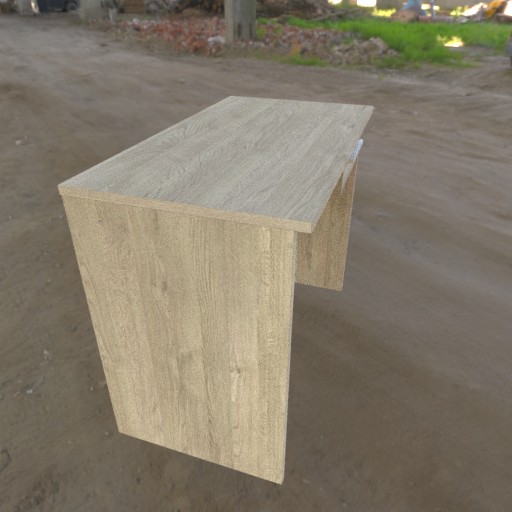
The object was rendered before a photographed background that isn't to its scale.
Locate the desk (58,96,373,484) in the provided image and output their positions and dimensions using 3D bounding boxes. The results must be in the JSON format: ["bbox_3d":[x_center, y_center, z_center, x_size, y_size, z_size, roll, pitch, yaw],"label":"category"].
[{"bbox_3d":[0.000,0.000,1.327,0.498,0.724,0.893,10,32,16],"label":"desk"}]
